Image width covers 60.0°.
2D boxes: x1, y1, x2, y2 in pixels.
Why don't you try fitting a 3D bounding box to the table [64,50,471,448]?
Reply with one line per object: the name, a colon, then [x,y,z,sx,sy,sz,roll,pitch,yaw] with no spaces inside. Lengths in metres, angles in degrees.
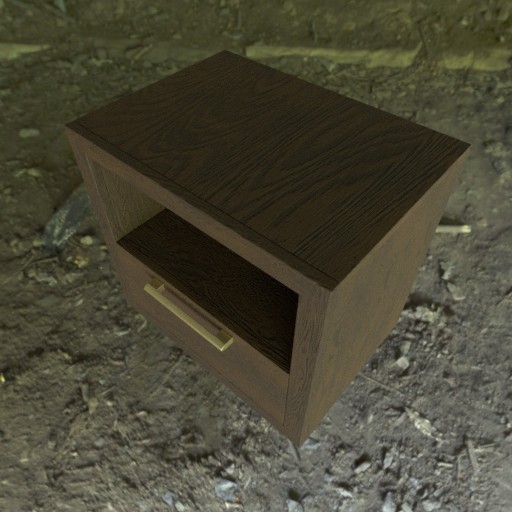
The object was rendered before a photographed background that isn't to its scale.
table: [0.000,0.000,0.956,0.560,0.585,0.439,33,55,26]
